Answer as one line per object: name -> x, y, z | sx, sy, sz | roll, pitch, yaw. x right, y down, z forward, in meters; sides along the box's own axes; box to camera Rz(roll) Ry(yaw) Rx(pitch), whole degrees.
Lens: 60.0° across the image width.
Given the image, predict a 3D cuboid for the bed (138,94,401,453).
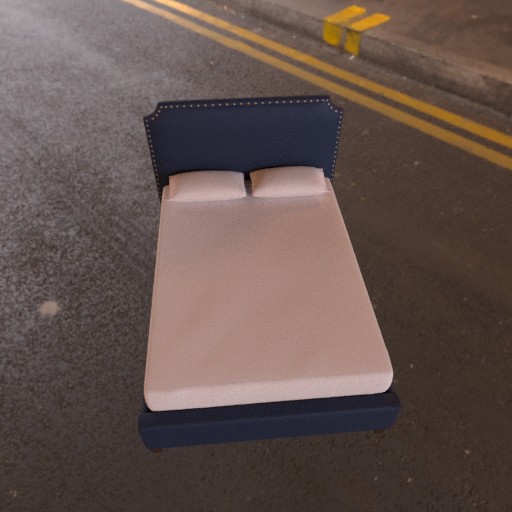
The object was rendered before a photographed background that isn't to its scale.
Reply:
bed -> 0.000, 0.000, 3.415 | 1.712, 1.443, 2.372 | -4, 46, -3
